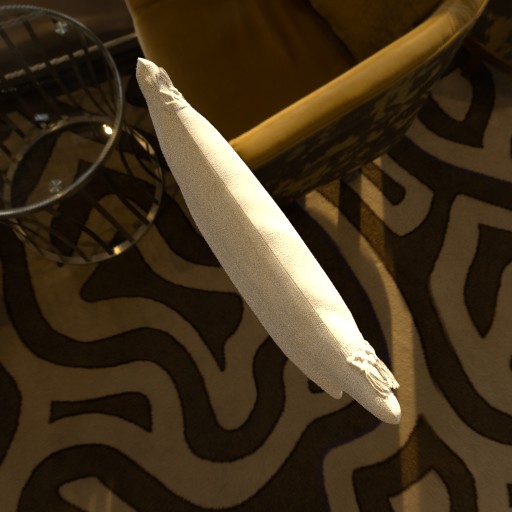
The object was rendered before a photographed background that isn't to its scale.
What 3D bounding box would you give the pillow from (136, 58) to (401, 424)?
[{"bbox_3d":[0.000,0.000,0.590,0.084,0.305,0.466,-33,79,-8],"label":"pillow"}]
